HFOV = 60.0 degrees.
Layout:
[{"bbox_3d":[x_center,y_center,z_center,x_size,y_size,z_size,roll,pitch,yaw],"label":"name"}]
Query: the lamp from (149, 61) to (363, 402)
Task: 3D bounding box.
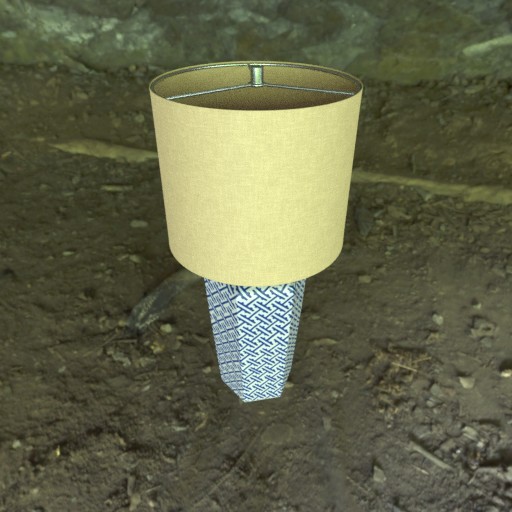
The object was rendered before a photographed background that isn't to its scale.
[{"bbox_3d":[0.000,0.000,0.854,0.320,0.682,0.320,-22,39,-29],"label":"lamp"}]
